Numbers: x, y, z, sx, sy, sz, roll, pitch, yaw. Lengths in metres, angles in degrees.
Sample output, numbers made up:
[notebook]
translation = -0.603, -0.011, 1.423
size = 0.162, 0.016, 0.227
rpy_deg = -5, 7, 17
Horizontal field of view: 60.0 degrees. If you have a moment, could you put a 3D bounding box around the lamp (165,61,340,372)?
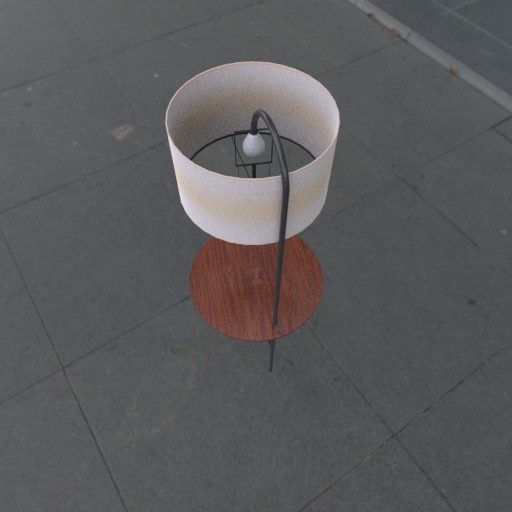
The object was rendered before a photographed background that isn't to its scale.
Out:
[lamp]
translation = 0.000, 0.000, 1.754
size = 0.573, 1.517, 0.573
rpy_deg = 0, 58, 0
